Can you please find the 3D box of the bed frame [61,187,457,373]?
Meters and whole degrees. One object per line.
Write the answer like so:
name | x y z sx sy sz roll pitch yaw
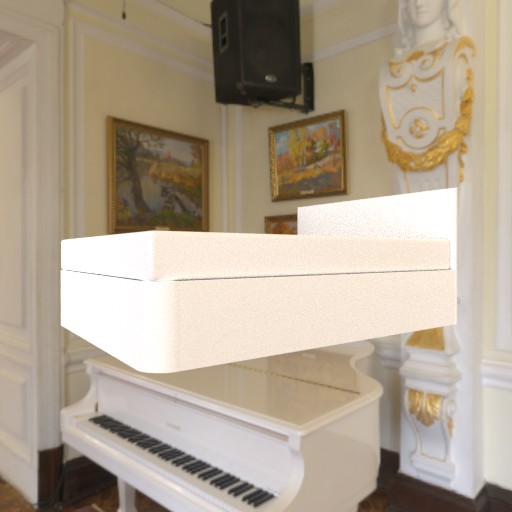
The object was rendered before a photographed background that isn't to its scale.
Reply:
bed frame | 0.000 0.000 2.615 1.900 0.800 1.400 0 1 -36
